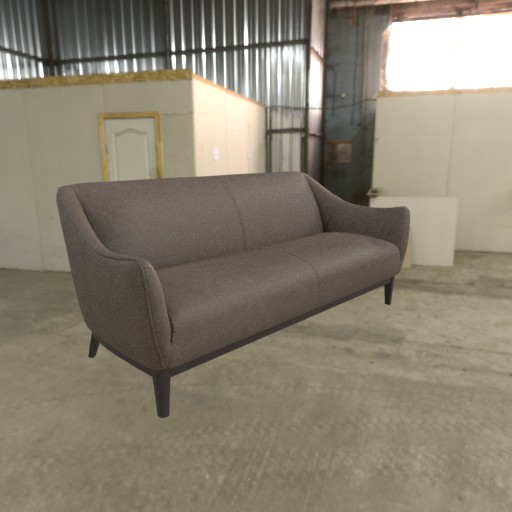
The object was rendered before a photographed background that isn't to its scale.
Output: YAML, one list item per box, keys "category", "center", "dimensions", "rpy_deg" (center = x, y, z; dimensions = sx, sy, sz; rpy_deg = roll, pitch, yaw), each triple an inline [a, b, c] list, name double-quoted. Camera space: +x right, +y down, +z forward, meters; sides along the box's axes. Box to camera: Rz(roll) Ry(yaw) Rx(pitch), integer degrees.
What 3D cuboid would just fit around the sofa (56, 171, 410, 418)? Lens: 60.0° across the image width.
- category: "sofa"
  center: [0.000, 0.000, 2.415]
  dimensions: [0.869, 0.831, 1.928]
  rpy_deg: [13, 19, 43]
